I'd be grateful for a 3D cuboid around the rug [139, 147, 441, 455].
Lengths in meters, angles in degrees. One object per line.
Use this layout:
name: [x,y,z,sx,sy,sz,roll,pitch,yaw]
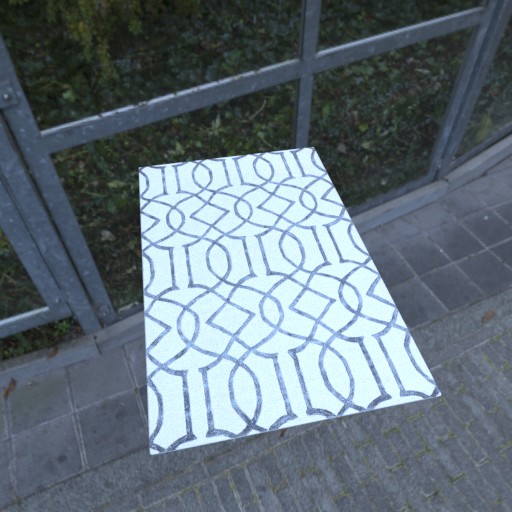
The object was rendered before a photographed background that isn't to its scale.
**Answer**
rug: [0.000,0.000,3.021,1.521,0.017,2.365,-8,48,-8]
